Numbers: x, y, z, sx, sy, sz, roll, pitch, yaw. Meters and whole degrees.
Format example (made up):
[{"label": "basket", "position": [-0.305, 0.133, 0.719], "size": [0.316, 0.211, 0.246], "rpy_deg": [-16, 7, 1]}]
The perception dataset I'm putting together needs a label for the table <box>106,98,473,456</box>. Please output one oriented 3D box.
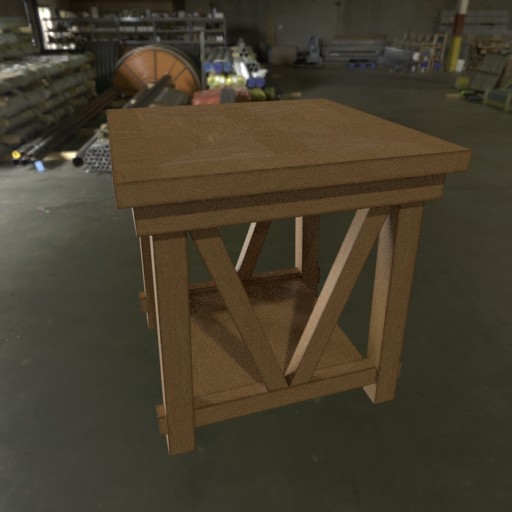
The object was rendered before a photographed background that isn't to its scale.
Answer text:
[{"label": "table", "position": [0.000, 0.000, 1.109], "size": [0.612, 0.638, 0.610], "rpy_deg": [-8, 29, -15]}]
